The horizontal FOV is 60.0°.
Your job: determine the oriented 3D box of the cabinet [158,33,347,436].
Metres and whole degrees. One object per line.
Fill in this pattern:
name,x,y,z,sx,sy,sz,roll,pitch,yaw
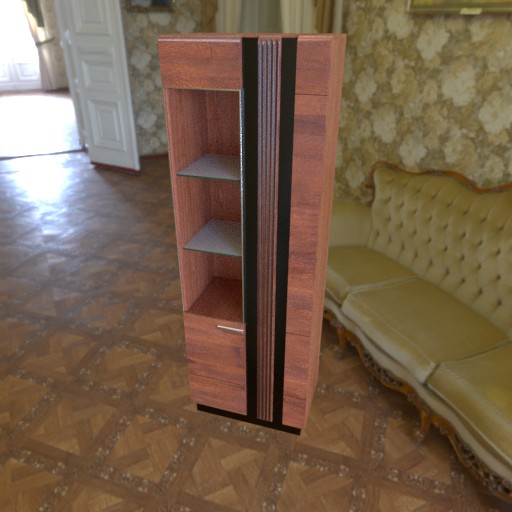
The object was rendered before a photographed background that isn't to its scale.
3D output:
cabinet,0.000,0.000,2.212,0.660,1.980,0.420,8,29,15
